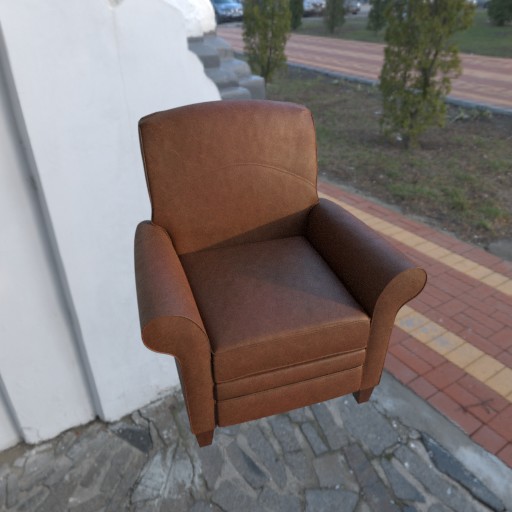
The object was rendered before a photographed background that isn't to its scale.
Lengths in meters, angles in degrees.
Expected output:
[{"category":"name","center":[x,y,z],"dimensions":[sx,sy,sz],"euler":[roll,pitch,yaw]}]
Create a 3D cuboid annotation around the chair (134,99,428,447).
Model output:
[{"category":"chair","center":[0.000,0.000,1.799],"dimensions":[0.978,1.061,0.902],"euler":[-9,32,-15]}]
